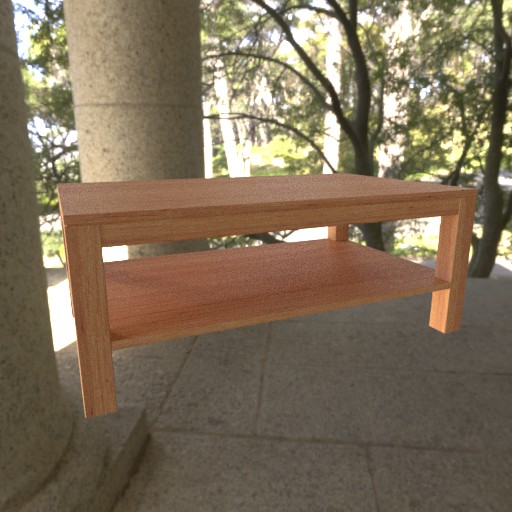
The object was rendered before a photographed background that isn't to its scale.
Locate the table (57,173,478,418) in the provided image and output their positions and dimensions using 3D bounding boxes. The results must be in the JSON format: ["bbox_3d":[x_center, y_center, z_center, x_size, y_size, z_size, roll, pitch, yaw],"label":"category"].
[{"bbox_3d":[0.000,0.000,1.462,1.146,0.457,0.695,-7,16,-23],"label":"table"}]
